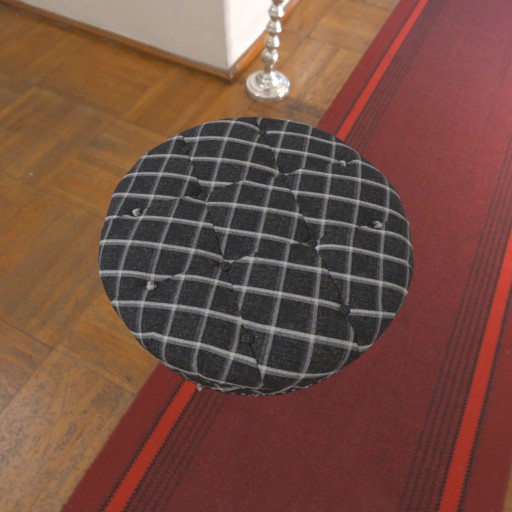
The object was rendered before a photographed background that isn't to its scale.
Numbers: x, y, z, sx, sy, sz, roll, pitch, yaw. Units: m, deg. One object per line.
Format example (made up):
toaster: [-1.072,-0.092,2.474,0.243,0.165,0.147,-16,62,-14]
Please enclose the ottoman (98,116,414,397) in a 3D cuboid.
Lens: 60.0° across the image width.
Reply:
ottoman: [0.000,0.000,1.387,0.901,0.439,0.901,0,57,0]
